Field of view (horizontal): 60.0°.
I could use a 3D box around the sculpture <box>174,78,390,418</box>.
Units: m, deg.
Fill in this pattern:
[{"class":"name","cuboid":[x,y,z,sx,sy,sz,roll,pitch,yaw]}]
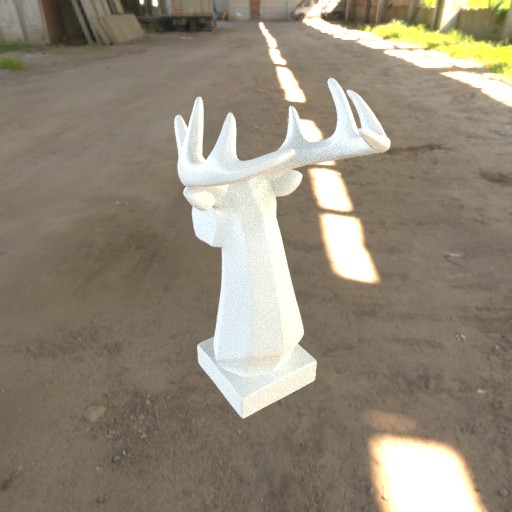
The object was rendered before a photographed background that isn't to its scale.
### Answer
[{"class":"sculpture","cuboid":[0.000,0.000,0.451,0.174,0.329,0.224,-19,35,-29]}]
